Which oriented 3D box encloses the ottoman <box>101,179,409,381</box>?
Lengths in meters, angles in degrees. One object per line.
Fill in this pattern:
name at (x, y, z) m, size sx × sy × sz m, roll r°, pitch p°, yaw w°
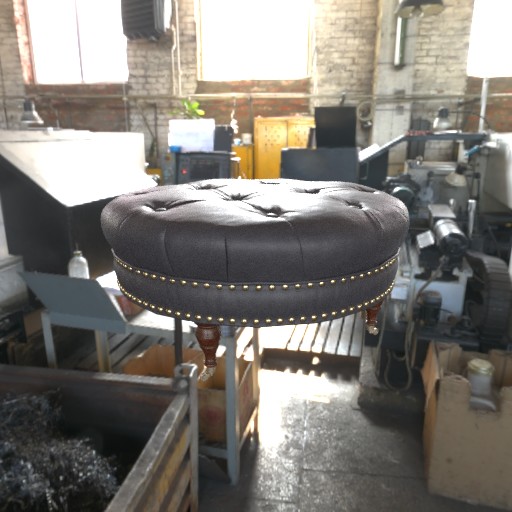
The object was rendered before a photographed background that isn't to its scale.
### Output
ottoman at (0.000, 0.000, 1.397) m, size 0.901 × 0.439 × 0.901 m, roll 0°, pitch 16°, yaw 0°
